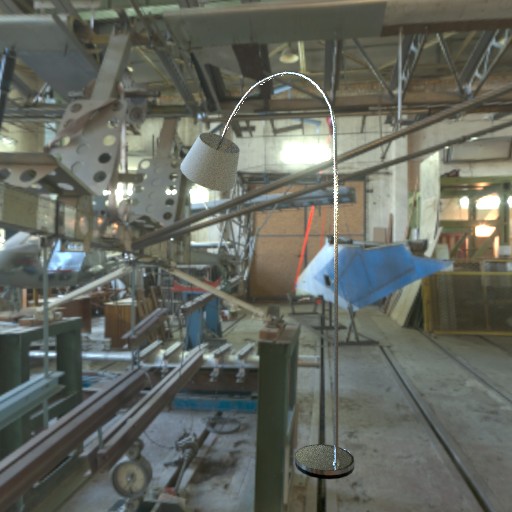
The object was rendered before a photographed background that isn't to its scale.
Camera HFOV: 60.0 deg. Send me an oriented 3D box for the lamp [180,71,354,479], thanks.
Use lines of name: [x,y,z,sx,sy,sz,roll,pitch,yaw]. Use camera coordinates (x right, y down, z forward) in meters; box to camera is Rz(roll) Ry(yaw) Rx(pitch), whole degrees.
lamp: [0.000,0.000,2.690,0.406,2.098,1.445,0,0,-37]
